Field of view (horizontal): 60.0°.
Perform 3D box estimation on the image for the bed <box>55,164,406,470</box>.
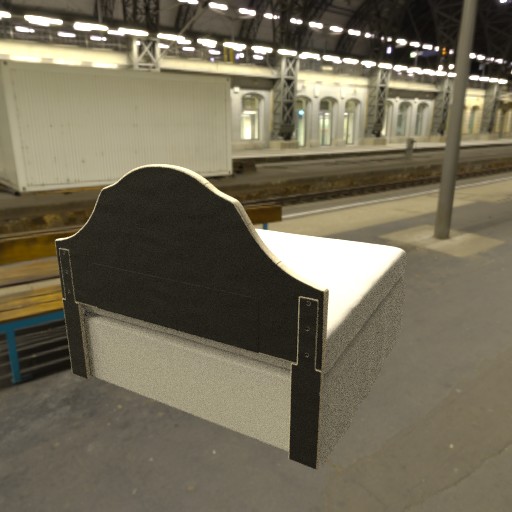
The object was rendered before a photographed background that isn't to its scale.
[{"bbox_3d":[0.000,0.000,3.453,2.012,1.555,2.086,9,19,28],"label":"bed"}]
